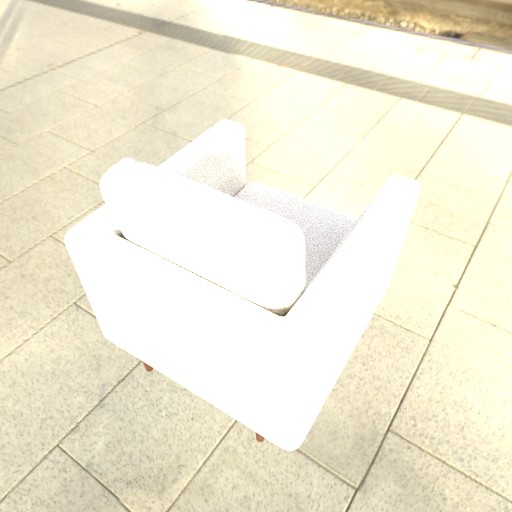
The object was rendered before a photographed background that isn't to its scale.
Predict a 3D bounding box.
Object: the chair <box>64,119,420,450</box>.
[{"bbox_3d":[0.000,0.000,1.568,0.831,0.899,0.879,24,50,22],"label":"chair"}]
